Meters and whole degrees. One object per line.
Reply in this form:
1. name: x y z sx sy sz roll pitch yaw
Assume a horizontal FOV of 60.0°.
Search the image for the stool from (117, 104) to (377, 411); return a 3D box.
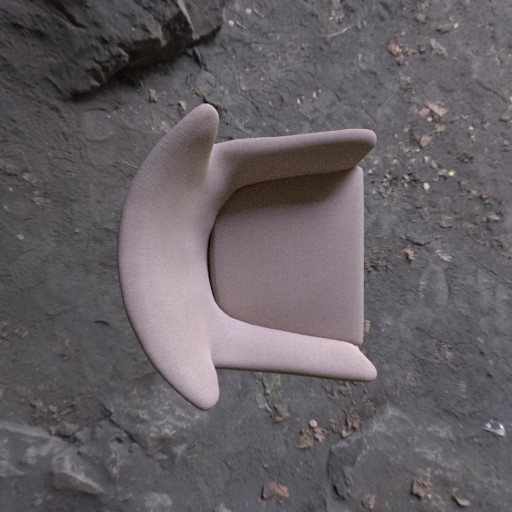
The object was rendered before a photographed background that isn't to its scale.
1. stool: 0.000 0.000 1.324 0.570 0.951 0.601 0 90 -1
